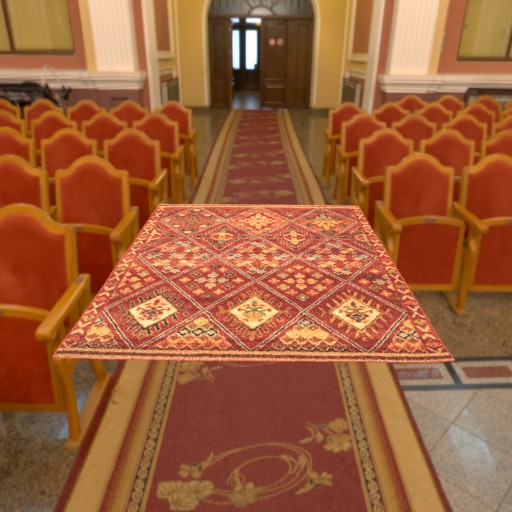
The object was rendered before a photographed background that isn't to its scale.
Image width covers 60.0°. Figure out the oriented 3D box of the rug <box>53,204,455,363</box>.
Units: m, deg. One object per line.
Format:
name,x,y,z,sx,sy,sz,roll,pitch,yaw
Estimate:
rug,0.000,0.000,4.124,2.489,0.030,3.086,0,25,1
